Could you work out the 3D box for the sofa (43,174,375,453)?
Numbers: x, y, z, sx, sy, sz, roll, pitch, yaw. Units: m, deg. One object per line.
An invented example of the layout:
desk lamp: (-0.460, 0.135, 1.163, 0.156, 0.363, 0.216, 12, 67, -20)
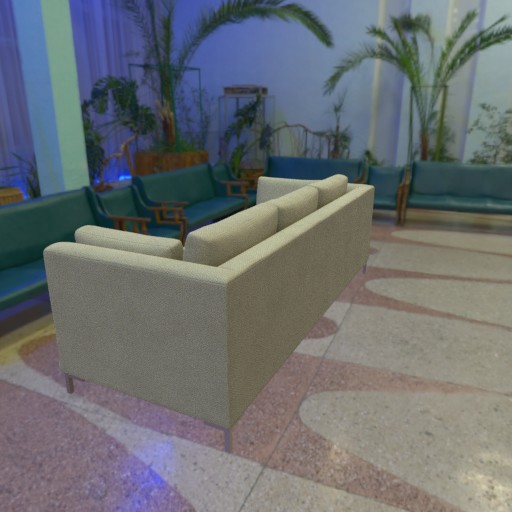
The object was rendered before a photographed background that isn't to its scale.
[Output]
sofa: (0.000, 0.000, 2.887, 0.969, 0.867, 2.415, 9, 20, 25)
